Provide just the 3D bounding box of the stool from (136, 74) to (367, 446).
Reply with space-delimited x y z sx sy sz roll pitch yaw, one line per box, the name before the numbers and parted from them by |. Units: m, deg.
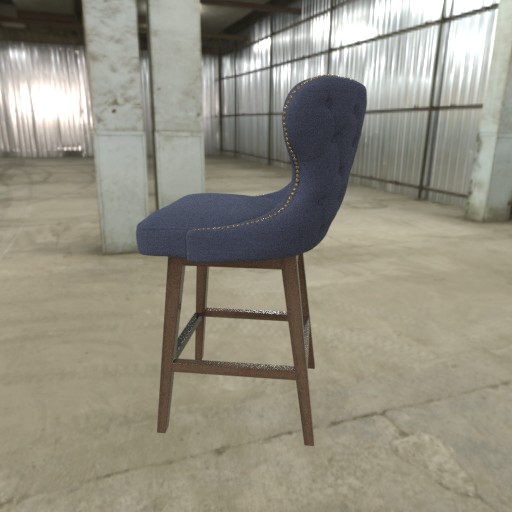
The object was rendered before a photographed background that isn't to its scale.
stool | 0.000 0.000 1.349 0.597 0.972 0.615 2 16 7
